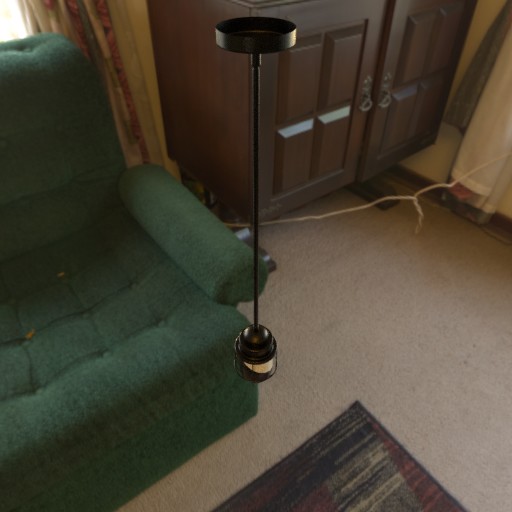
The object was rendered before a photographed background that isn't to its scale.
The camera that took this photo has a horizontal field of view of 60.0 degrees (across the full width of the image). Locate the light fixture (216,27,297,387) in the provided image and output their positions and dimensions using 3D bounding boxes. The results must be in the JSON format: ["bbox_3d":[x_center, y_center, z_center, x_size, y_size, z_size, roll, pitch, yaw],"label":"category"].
[{"bbox_3d":[0.000,0.000,0.973,0.123,0.920,0.123,25,47,26],"label":"light fixture"}]
